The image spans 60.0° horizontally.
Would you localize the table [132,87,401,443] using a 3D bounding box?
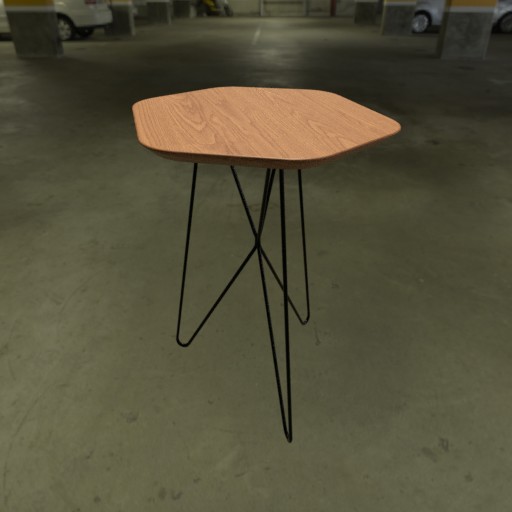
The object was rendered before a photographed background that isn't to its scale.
[{"bbox_3d":[0.000,0.000,0.891,0.400,0.562,0.500,-8,32,-14],"label":"table"}]
